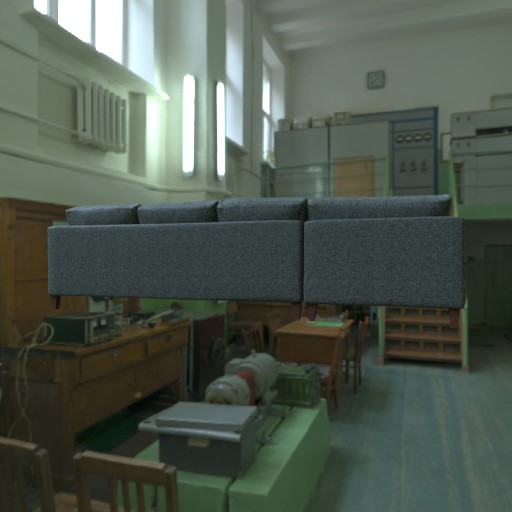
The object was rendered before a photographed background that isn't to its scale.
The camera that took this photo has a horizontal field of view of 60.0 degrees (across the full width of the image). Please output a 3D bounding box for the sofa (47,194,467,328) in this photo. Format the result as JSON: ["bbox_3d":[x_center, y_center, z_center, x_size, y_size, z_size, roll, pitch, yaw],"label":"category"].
[{"bbox_3d":[0.000,0.000,4.231,3.485,0.960,1.635,0,0,18],"label":"sofa"}]
